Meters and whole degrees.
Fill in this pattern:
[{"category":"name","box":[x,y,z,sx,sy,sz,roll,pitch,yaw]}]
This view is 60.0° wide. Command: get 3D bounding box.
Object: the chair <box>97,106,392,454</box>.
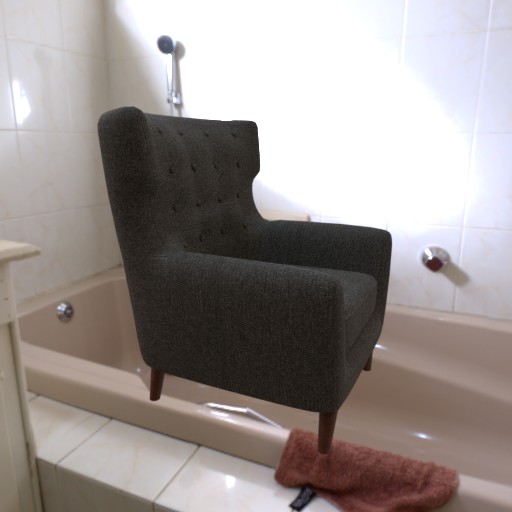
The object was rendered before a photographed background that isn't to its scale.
[{"category":"chair","box":[0.000,0.000,1.719,0.904,1.063,0.878,7,15,26]}]
